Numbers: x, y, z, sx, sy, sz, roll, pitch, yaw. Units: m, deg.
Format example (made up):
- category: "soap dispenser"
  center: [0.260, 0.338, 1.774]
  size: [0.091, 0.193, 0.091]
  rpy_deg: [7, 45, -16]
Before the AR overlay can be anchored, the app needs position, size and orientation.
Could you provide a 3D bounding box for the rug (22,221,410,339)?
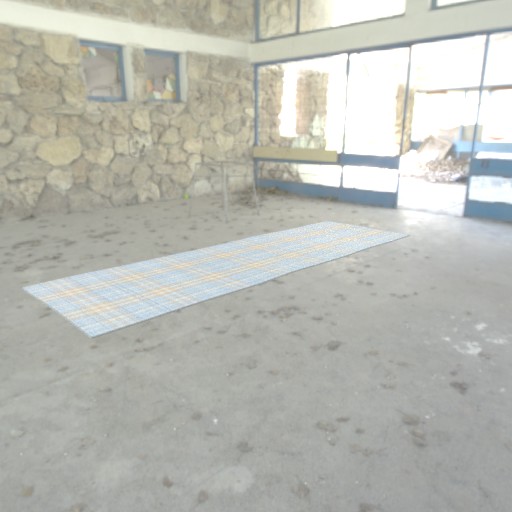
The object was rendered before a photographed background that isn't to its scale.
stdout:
- category: "rug"
  center: [0.000, 0.000, 2.710]
  size: [2.439, 0.013, 0.762]
  rpy_deg: [-15, 21, -42]
